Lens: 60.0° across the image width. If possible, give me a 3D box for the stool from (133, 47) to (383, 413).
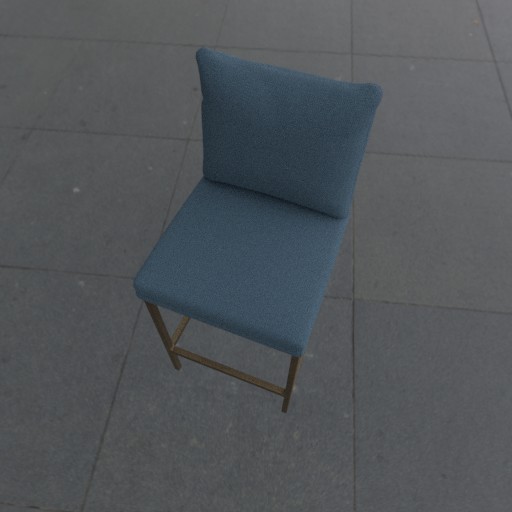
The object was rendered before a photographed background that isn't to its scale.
[{"bbox_3d":[0.000,0.000,1.326,0.463,1.032,0.568,18,59,12],"label":"stool"}]
